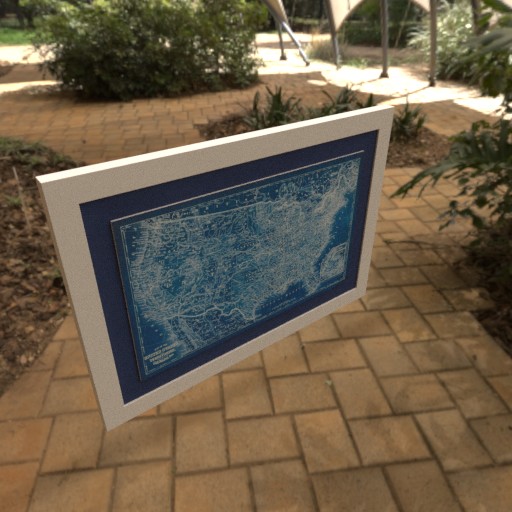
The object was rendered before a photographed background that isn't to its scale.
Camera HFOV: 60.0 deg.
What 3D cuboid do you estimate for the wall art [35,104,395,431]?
[{"bbox_3d":[0.000,0.000,1.632,1.308,0.902,0.051,-21,37,-31],"label":"wall art"}]
